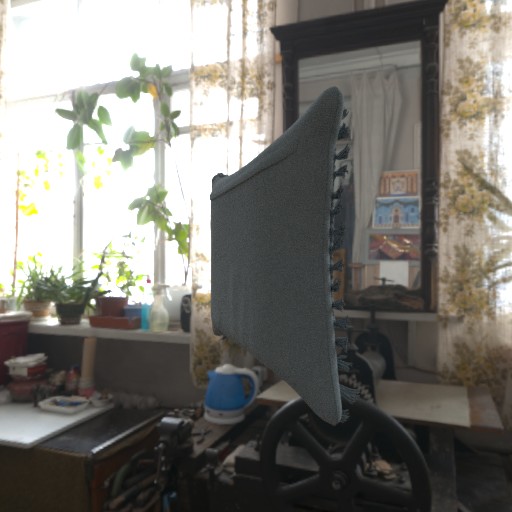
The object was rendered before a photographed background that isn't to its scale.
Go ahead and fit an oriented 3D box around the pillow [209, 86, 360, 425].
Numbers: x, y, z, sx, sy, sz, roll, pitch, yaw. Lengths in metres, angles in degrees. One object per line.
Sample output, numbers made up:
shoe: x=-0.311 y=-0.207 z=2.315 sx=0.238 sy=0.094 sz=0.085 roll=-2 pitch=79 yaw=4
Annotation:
pillow: x=0.000 y=0.000 z=0.605 sx=0.084 sy=0.305 sz=0.466 roll=0 pitch=0 yaw=-18
